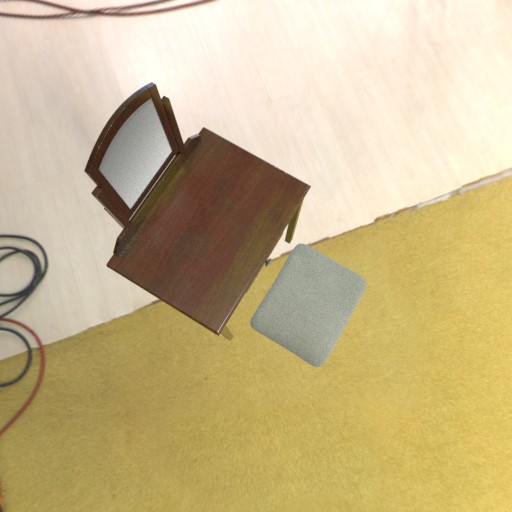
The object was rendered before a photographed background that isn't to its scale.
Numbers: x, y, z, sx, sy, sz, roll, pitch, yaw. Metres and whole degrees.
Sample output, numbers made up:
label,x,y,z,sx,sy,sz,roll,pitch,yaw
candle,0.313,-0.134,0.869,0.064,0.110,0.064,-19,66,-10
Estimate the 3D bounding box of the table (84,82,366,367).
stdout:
label,x,y,z,sx,sy,sz,roll,pitch,yaw
table,0.000,0.000,2.251,1.211,1.631,0.876,30,78,7
